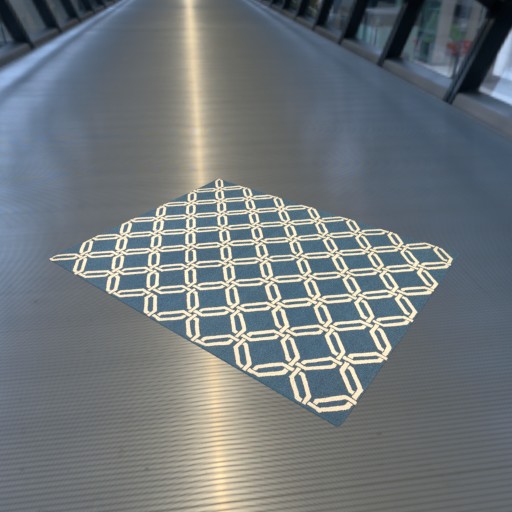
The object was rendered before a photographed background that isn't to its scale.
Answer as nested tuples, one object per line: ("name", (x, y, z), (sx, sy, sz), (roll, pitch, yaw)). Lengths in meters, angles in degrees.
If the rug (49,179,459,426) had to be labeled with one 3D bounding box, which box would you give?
("rug", (0.000, 0.000, 3.924), (2.867, 0.020, 2.277), (22, 38, 31))
